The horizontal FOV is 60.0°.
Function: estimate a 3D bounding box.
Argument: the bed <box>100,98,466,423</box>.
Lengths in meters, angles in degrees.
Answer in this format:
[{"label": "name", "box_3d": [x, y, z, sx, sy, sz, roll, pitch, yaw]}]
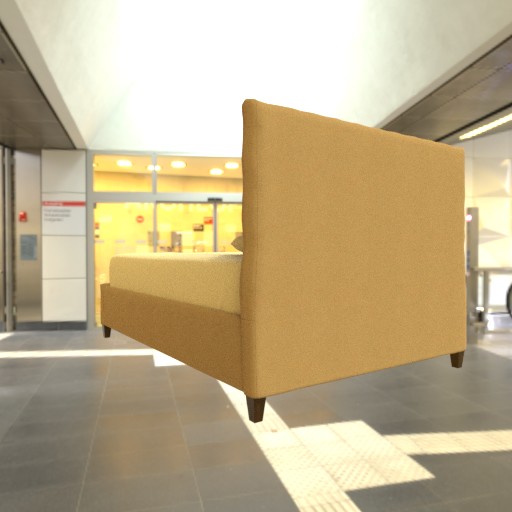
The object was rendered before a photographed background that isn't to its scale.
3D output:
[{"label": "bed", "box_3d": [0.000, 0.000, 3.356, 1.698, 1.427, 2.387, -1, 1, -35]}]
